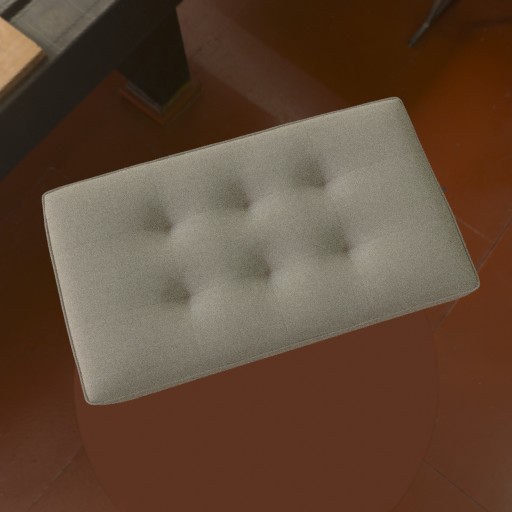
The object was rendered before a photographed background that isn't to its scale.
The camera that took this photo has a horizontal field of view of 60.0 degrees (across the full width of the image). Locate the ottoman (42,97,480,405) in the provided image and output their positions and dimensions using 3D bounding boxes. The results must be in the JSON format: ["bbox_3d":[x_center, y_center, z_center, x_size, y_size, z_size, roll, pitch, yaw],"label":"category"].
[{"bbox_3d":[0.000,0.000,1.455,1.143,0.508,0.648,-16,77,-4],"label":"ottoman"}]
